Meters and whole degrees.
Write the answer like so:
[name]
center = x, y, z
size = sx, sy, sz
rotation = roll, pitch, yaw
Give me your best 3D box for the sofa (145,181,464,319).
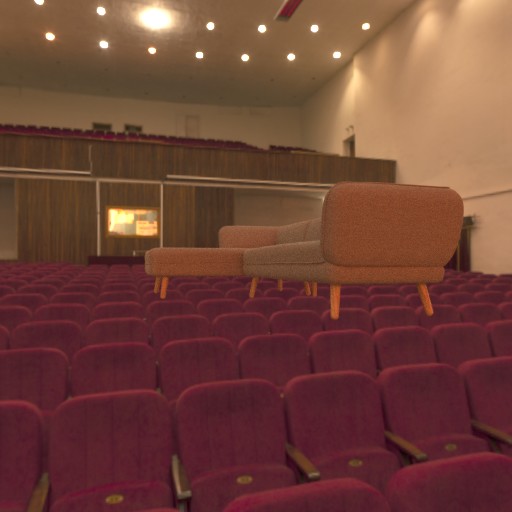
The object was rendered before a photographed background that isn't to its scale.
[sofa]
center = 0.000, 0.000, 3.370
size = 1.532, 0.693, 2.653
rotation = 0, -1, -17
